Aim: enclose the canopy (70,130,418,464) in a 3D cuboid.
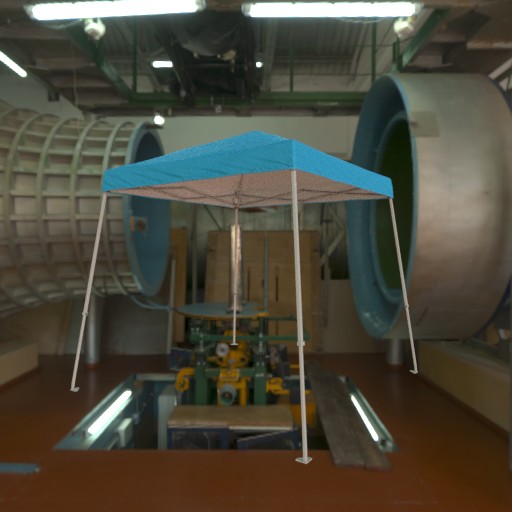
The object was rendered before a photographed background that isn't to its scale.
[{"bbox_3d":[0.000,0.000,5.057,2.849,2.849,2.848,1,1,35],"label":"canopy"}]
